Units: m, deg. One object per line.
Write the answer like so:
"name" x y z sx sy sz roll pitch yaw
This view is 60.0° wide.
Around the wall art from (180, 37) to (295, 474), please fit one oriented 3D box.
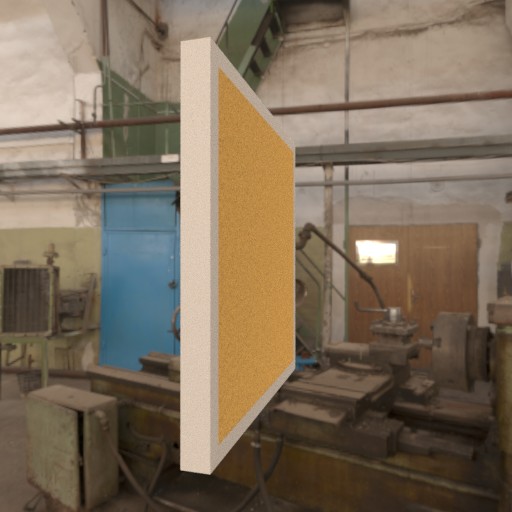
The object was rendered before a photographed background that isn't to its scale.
"wall art" 0.000 0.000 1.939 0.098 1.291 1.289 0 0 16
